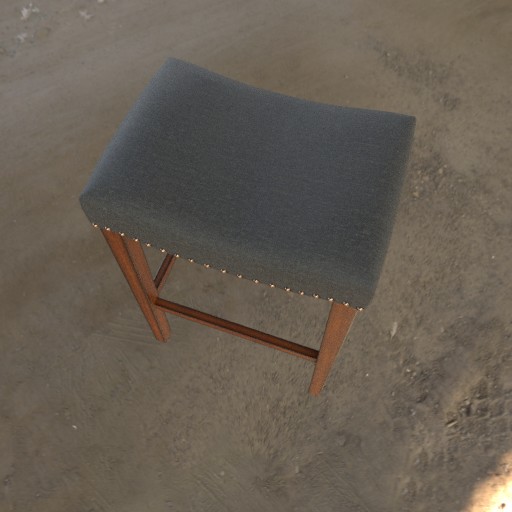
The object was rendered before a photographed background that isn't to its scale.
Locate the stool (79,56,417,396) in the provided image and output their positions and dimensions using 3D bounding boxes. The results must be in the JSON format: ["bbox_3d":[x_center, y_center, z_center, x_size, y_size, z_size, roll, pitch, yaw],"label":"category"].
[{"bbox_3d":[0.000,0.000,1.034,0.502,0.748,0.366,17,64,9],"label":"stool"}]
